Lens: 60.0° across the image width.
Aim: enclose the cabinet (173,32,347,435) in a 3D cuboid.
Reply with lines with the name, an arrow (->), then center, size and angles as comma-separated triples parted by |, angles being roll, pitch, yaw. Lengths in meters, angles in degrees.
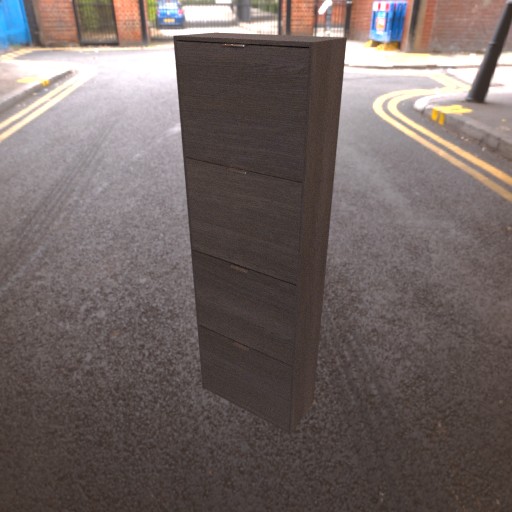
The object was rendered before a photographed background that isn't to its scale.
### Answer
cabinet -> 0.000, 0.000, 1.835 | 0.520, 1.630, 0.255 | 18, 34, 28
